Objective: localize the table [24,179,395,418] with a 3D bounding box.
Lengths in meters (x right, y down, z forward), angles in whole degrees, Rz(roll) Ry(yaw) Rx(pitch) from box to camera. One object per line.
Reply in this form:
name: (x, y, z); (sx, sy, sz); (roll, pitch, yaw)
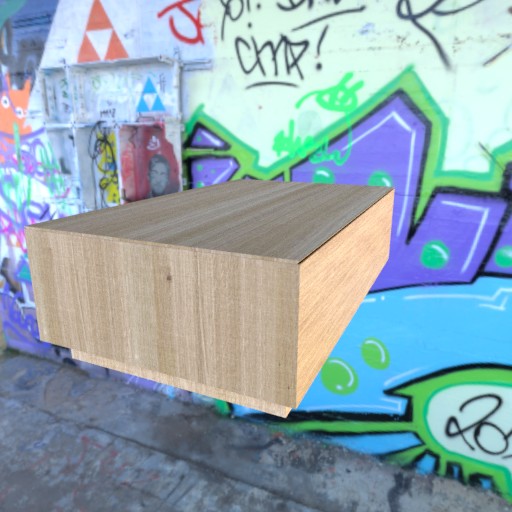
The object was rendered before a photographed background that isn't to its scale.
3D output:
table: (0.000, 0.000, 1.425); (0.678, 0.353, 1.110); (7, 18, 24)
